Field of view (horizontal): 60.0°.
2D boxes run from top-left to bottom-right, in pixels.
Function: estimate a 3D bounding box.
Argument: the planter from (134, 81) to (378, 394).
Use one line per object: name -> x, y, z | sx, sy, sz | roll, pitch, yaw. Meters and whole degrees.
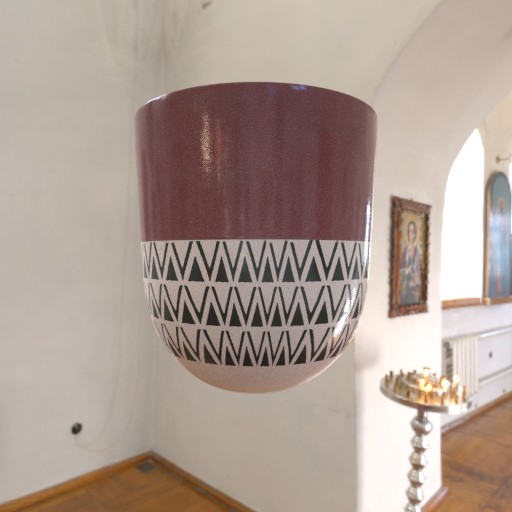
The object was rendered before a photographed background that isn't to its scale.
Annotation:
planter -> 0.000, 0.000, 0.368 | 0.195, 0.214, 0.195 | 0, 0, 0
